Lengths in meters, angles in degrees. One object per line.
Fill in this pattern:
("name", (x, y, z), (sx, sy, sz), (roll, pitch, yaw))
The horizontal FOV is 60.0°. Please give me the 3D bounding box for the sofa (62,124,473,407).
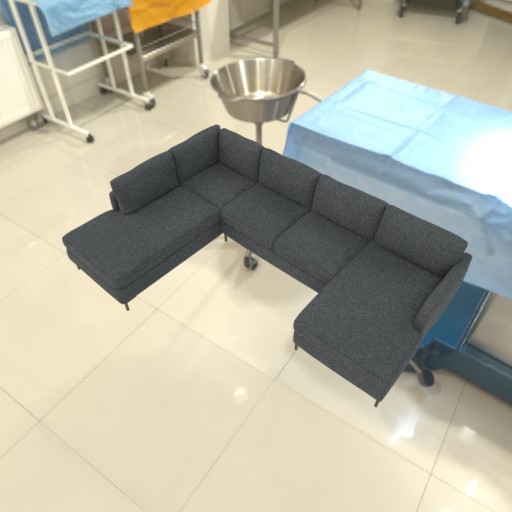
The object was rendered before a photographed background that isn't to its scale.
("sofa", (0.000, 0.000, 3.823), (2.956, 0.813, 2.007), (32, 53, 27))
